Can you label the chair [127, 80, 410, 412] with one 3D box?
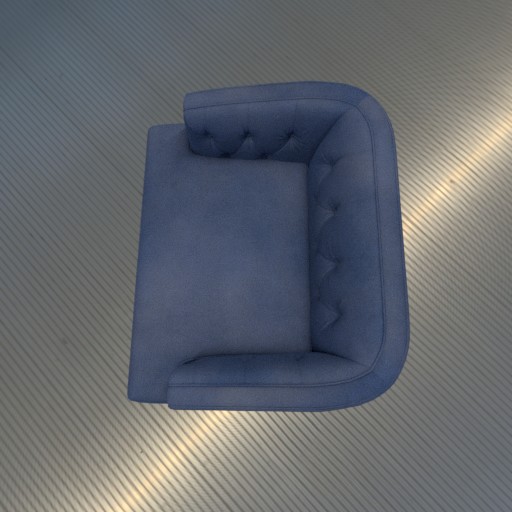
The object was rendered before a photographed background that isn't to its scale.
[{"bbox_3d":[0.000,0.000,1.749,0.914,0.787,1.118,0,75,0],"label":"chair"}]
